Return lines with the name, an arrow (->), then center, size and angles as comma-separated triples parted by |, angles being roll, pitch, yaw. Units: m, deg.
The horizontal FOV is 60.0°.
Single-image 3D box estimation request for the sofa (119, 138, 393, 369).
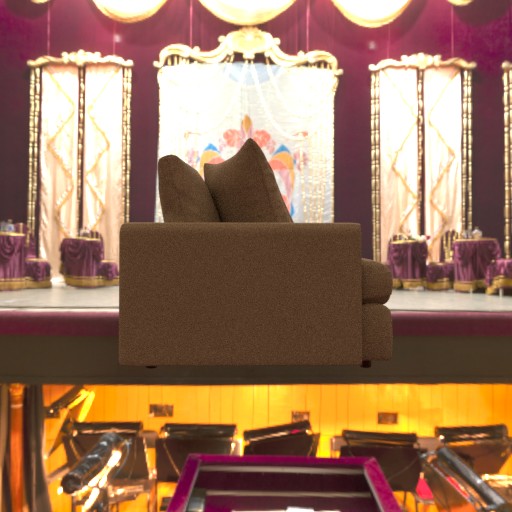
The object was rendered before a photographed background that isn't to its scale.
sofa -> 0.000, 0.000, 3.079 | 1.228, 1.084, 2.380 | 0, -1, -1
